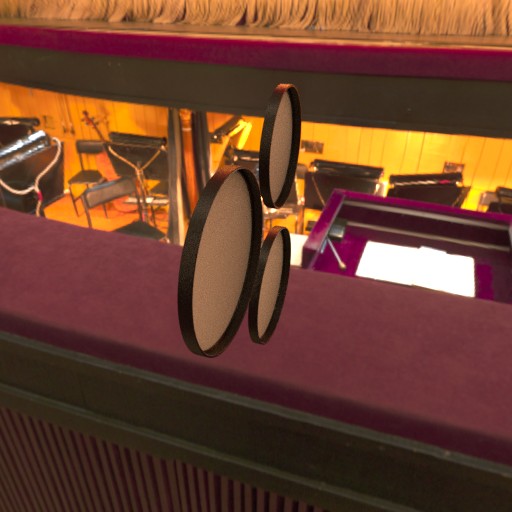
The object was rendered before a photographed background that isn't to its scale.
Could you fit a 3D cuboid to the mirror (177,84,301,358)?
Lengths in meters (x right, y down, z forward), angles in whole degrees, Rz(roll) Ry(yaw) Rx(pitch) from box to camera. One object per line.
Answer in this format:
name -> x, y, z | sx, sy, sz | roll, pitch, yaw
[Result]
mirror -> 0.000, 0.000, 3.168 | 0.076, 2.096, 2.160 | 10, 33, 16
